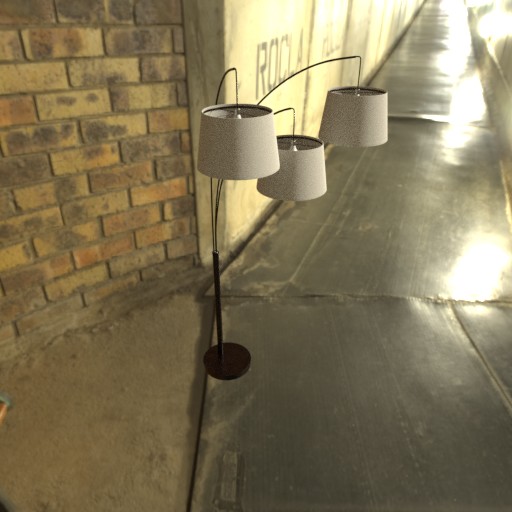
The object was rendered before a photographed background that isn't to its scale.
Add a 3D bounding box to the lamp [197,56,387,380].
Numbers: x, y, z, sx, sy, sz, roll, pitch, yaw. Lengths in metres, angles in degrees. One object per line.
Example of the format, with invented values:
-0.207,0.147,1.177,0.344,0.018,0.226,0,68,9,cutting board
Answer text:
0.000,0.000,2.351,0.951,1.950,0.924,-21,36,-32,lamp
